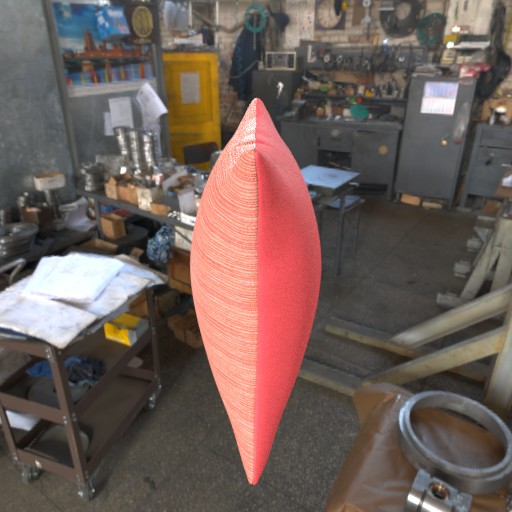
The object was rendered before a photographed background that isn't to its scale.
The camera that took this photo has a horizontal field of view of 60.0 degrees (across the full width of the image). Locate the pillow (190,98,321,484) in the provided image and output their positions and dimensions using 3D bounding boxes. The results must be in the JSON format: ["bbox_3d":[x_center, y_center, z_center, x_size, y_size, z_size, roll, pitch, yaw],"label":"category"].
[{"bbox_3d":[0.000,0.000,0.807,0.229,0.501,0.559,0,26,0],"label":"pillow"}]
